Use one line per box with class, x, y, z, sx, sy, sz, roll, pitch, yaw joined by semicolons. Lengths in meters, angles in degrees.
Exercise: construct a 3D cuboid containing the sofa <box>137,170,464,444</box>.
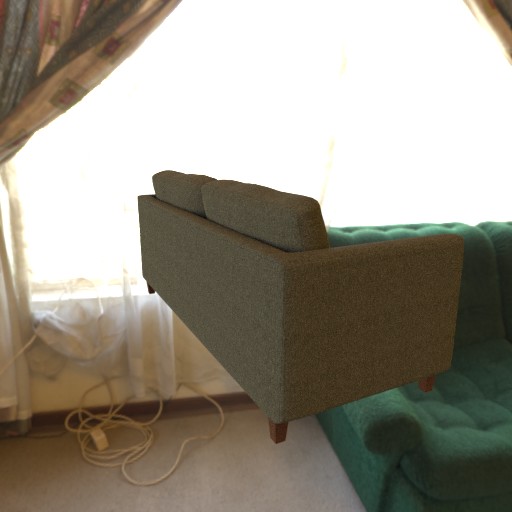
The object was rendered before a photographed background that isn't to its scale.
sofa;0.000;0.000;2.687;0.948;0.965;2.208;-7;16;-26
